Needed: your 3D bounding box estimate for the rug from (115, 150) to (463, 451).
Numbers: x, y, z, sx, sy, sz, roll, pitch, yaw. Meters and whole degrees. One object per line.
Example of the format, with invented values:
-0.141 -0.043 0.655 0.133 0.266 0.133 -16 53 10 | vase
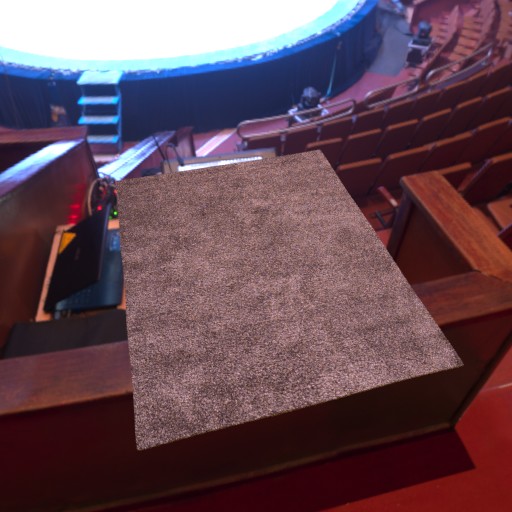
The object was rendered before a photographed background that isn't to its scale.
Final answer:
0.000 0.000 4.091 2.401 0.025 3.000 -11 47 -10 | rug
